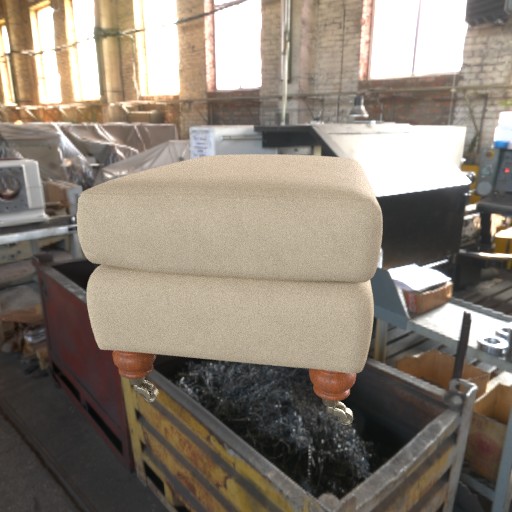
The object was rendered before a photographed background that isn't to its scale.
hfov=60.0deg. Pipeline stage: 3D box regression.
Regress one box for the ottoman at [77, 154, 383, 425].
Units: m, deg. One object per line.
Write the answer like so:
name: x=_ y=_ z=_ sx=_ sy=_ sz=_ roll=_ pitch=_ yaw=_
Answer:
ottoman: x=0.000 y=0.000 z=1.170 sx=0.569 sy=0.504 sz=0.773 roll=3 pitch=17 yaw=10
